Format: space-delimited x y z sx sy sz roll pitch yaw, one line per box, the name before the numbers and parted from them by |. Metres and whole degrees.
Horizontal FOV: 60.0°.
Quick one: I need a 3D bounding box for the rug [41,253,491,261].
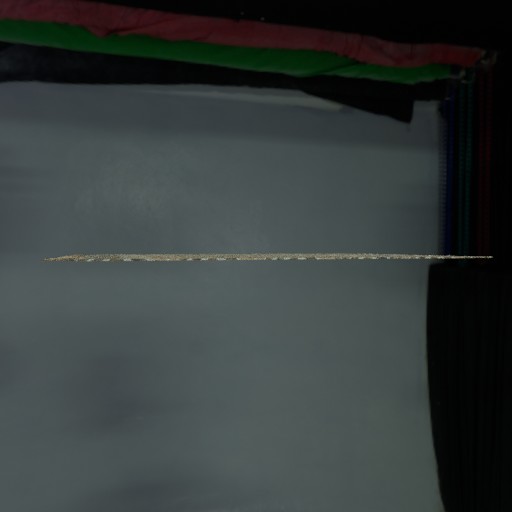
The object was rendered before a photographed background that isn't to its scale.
rug | 0.000 0.000 2.243 1.829 0.008 1.219 0 1 -18
